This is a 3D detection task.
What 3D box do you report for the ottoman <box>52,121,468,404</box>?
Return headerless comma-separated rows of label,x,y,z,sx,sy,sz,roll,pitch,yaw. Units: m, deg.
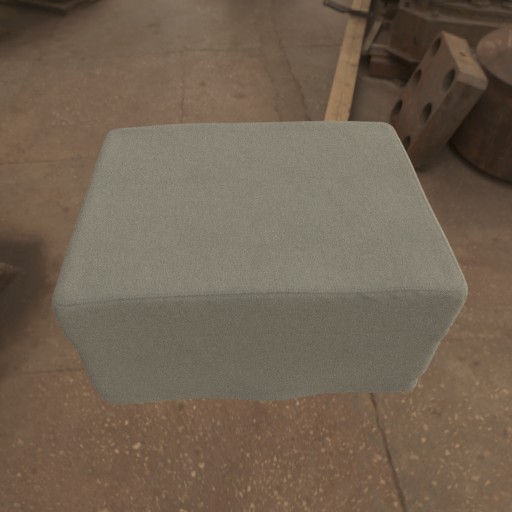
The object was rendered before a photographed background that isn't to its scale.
ottoman,0.000,0.000,1.217,0.833,0.461,0.648,-2,47,-2
